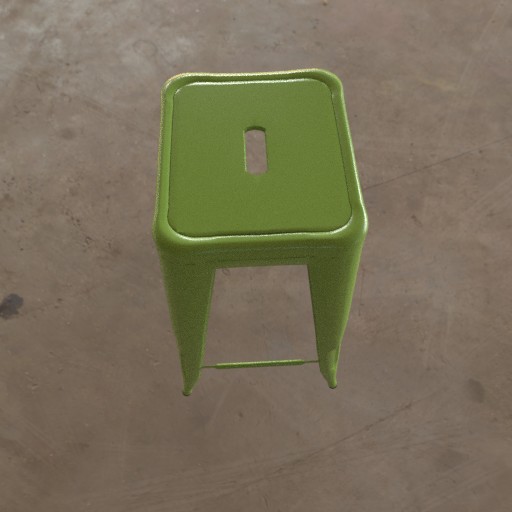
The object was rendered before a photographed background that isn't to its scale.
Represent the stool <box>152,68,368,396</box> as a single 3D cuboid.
[{"bbox_3d":[0.000,0.000,0.836,0.358,0.609,0.398,-2,63,-1],"label":"stool"}]
